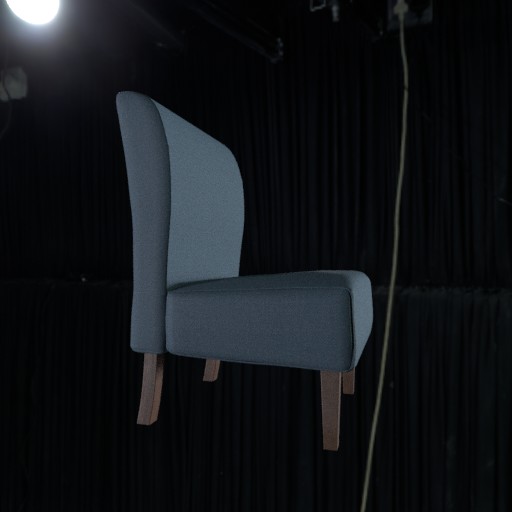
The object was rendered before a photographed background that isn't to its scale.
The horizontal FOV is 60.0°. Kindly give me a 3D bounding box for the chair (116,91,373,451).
[{"bbox_3d":[0.000,0.000,1.192,0.592,0.804,0.513,0,0,17],"label":"chair"}]
